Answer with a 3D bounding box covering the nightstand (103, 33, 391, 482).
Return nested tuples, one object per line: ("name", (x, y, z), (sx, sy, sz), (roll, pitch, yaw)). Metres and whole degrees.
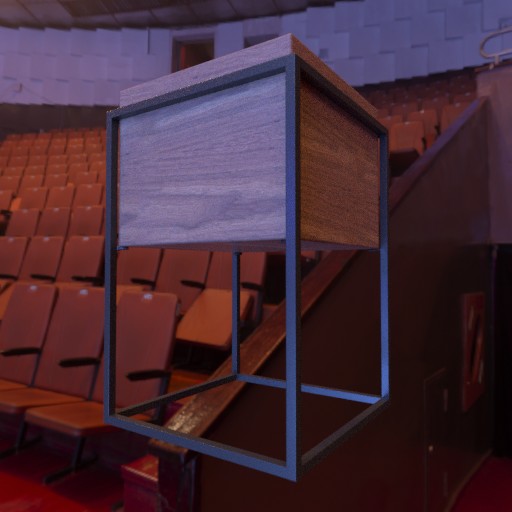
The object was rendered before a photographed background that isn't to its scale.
("nightstand", (0.000, 0.000, 0.861), (0.397, 0.607, 0.397), (-1, -2, 34))
